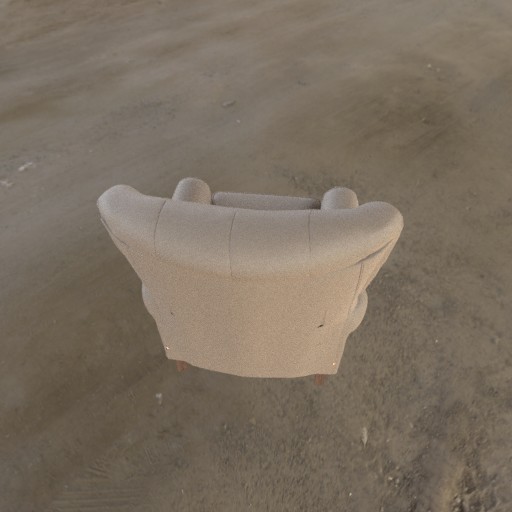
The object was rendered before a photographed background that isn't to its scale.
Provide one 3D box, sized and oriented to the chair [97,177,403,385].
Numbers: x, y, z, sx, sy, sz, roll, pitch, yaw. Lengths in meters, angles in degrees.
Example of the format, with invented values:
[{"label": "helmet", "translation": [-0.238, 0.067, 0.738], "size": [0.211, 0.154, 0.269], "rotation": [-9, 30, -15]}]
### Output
[{"label": "chair", "translation": [0.000, 0.000, 1.974], "size": [0.999, 1.138, 1.041], "rotation": [5, 47, 4]}]
